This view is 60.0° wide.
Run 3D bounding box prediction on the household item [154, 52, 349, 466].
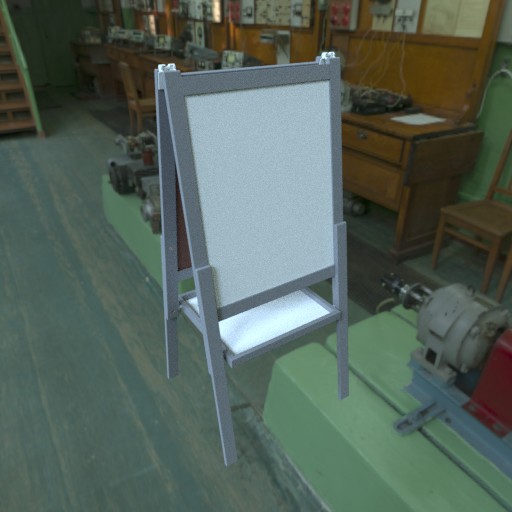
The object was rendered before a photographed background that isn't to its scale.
[{"bbox_3d":[0.000,0.000,1.427,0.531,1.172,0.469,-18,35,-29],"label":"household item"}]
